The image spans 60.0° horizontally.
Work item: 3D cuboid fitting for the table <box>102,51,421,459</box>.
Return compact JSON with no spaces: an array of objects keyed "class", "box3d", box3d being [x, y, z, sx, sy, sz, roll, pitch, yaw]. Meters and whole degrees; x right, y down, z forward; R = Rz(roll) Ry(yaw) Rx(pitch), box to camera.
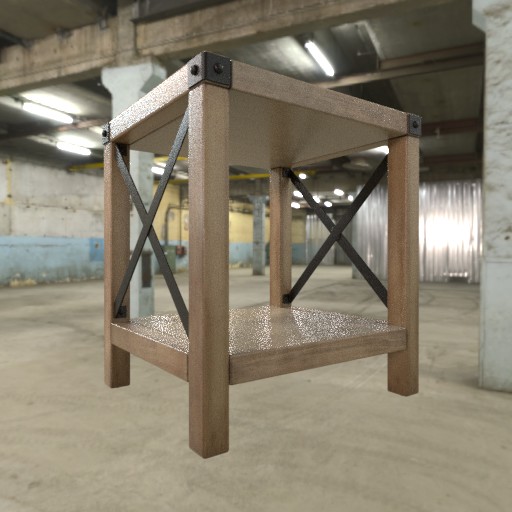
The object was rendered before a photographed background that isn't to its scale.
[{"class":"table","box3d":[0.000,0.000,0.921,0.510,0.561,0.459,0,0,-36]}]
